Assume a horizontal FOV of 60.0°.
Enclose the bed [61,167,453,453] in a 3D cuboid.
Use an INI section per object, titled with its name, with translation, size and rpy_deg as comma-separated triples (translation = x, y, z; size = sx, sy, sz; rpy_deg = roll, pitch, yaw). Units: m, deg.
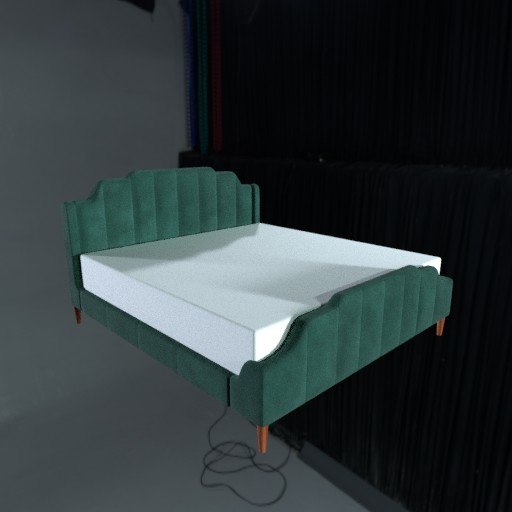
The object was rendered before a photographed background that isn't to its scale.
[bed]
translation = 0.000, 0.000, 3.486
size = 2.074, 1.245, 2.340
rpy_deg = -14, 20, -42
